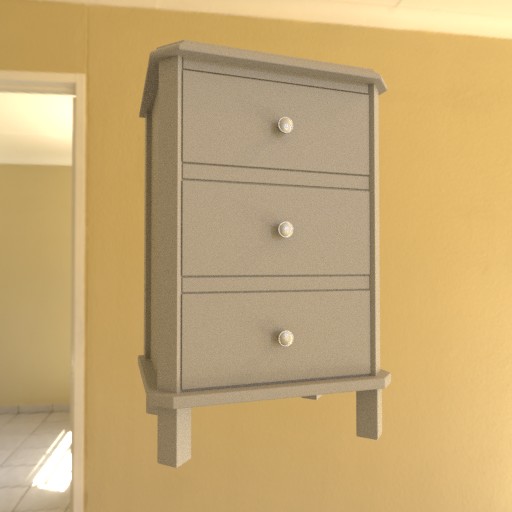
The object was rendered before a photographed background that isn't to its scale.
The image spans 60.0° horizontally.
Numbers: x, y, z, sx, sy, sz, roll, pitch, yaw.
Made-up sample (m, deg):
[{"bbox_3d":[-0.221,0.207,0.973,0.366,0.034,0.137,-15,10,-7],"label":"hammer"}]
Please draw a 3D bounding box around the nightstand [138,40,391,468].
[{"bbox_3d":[0.000,0.000,0.910,0.450,0.680,0.350,0,-1,-18],"label":"nightstand"}]
